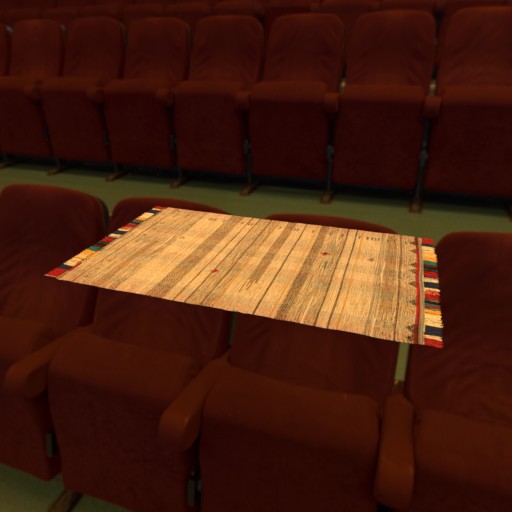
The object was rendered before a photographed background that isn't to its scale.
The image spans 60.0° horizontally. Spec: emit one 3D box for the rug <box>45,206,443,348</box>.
[{"bbox_3d":[0.000,0.000,3.164,2.465,0.012,1.465,8,27,17],"label":"rug"}]
